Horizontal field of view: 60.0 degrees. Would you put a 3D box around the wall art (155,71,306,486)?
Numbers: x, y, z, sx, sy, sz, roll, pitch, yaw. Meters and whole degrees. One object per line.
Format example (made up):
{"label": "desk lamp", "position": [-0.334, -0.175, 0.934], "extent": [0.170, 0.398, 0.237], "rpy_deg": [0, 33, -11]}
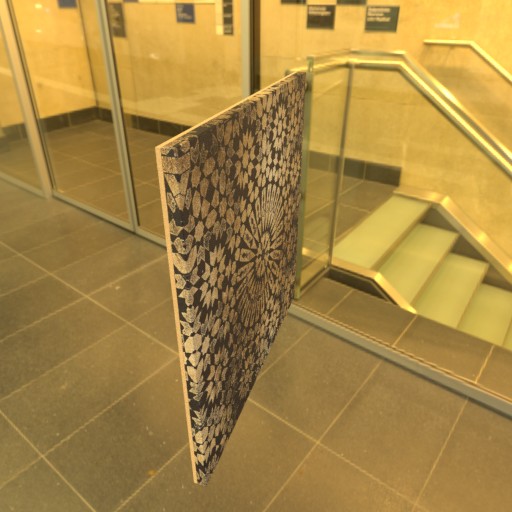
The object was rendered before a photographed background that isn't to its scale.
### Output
{"label": "wall art", "position": [0.000, 0.000, 1.326], "extent": [0.038, 0.914, 0.914], "rpy_deg": [10, 32, 16]}
